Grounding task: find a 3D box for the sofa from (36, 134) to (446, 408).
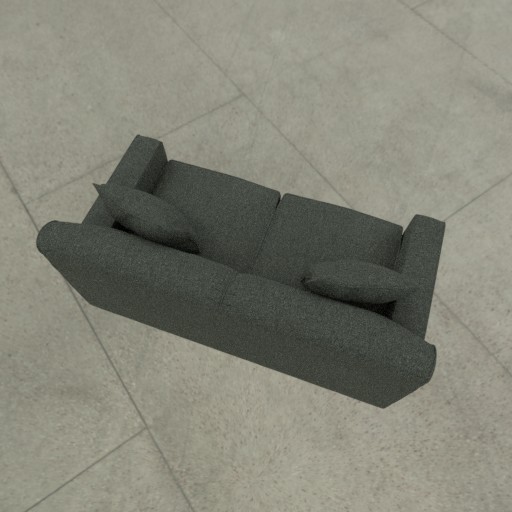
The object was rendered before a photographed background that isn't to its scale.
[{"bbox_3d":[0.000,0.000,2.455,1.846,0.958,0.998,18,64,9],"label":"sofa"}]
